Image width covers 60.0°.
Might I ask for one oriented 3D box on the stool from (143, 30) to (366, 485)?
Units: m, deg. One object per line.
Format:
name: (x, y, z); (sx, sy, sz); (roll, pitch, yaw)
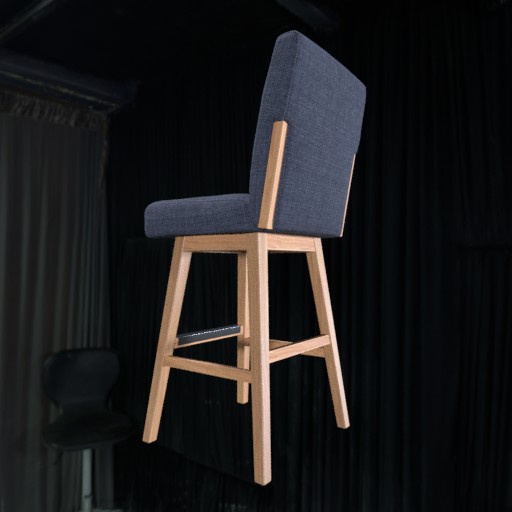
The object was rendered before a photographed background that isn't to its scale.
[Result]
stool: (0.000, 0.000, 1.384); (0.570, 1.112, 0.483); (-1, -1, 36)
